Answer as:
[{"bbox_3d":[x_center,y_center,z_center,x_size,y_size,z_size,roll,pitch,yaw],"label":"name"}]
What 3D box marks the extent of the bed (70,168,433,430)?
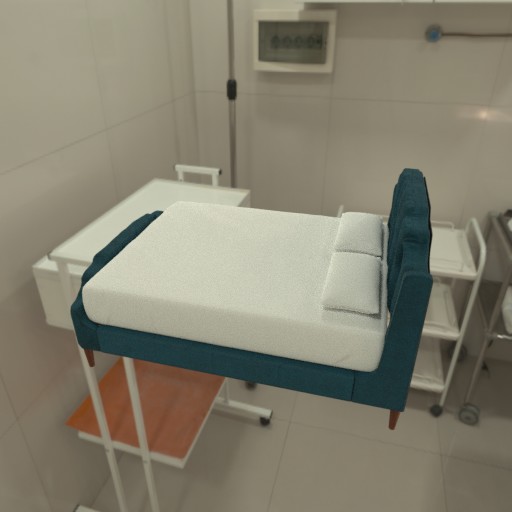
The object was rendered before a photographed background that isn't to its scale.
[{"bbox_3d":[0.000,0.000,3.434,2.322,1.351,1.676,8,30,13],"label":"bed"}]
